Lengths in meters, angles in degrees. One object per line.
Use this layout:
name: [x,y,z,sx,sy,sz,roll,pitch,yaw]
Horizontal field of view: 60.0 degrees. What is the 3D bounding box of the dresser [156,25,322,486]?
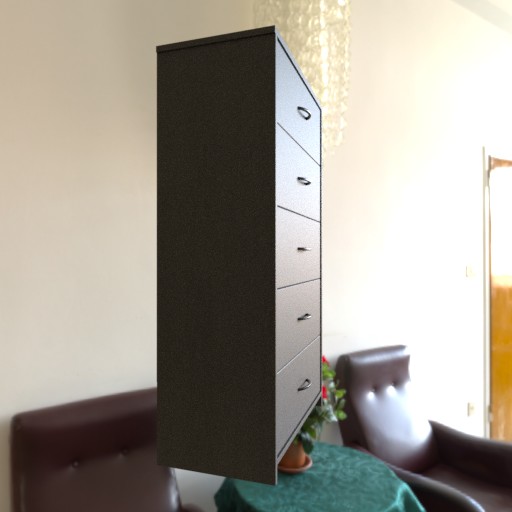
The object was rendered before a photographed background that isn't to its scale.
dresser: [0.000,0.000,1.593,0.399,1.255,0.704,0,0,19]
